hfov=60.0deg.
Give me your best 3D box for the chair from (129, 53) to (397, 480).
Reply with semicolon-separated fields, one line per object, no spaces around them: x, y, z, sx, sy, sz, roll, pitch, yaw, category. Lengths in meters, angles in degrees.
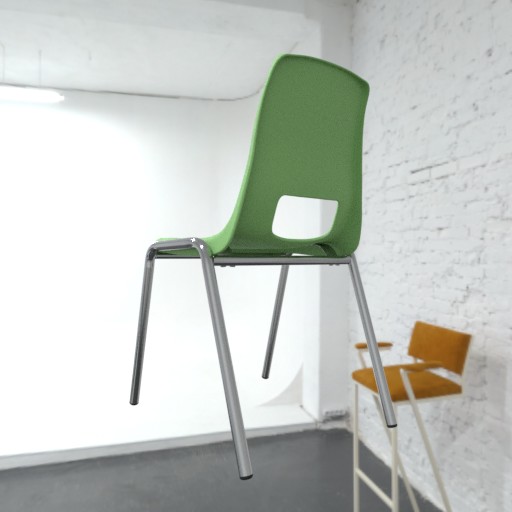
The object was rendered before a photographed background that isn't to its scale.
0.000;0.000;0.912;0.381;0.653;0.436;0;0;-36;chair
